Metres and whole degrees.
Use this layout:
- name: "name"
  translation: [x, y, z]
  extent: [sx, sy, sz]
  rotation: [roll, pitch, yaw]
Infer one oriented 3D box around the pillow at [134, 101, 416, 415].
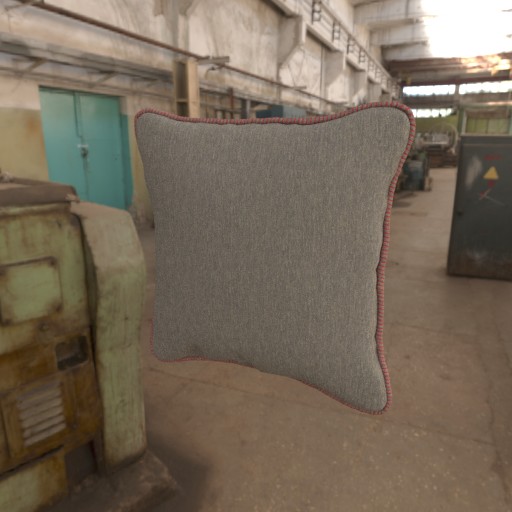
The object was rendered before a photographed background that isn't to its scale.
- name: "pillow"
  translation: [0.000, 0.000, 0.757]
  extent: [0.482, 0.491, 0.124]
  rotation: [7, 16, 24]
